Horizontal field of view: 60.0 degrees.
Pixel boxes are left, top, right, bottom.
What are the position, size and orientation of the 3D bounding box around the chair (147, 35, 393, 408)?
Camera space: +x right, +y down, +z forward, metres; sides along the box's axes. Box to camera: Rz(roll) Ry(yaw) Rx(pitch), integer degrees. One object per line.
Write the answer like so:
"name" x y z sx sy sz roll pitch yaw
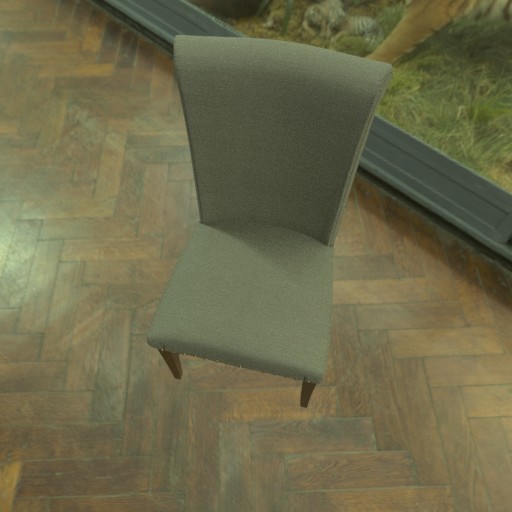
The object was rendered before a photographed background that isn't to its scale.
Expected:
"chair" 0.000 0.000 1.289 0.513 0.988 0.608 11 60 6
